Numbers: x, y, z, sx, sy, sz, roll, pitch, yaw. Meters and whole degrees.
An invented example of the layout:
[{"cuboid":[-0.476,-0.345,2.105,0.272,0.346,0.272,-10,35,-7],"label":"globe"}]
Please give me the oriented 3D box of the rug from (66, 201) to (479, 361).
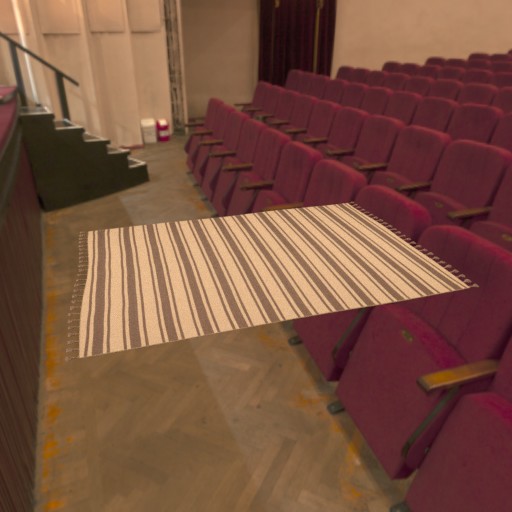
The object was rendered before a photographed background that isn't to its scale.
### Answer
[{"cuboid":[0.000,0.000,3.909,3.040,0.017,2.030,-8,28,-15],"label":"rug"}]
